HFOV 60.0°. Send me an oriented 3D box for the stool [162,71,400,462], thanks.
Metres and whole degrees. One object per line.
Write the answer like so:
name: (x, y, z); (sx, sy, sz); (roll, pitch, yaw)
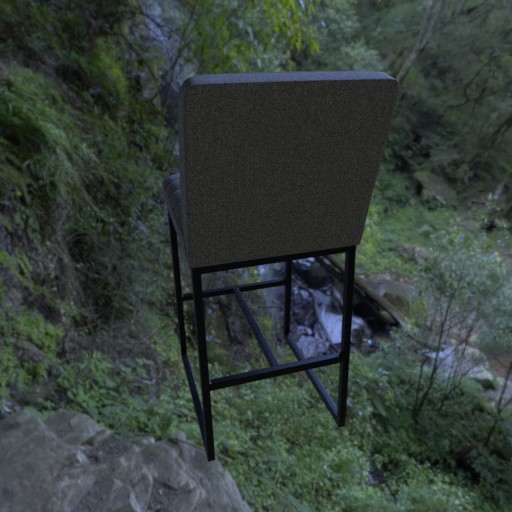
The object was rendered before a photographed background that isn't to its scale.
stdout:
stool: (0.000, 0.000, 1.307); (0.459, 1.034, 0.571); (-8, 27, -16)
